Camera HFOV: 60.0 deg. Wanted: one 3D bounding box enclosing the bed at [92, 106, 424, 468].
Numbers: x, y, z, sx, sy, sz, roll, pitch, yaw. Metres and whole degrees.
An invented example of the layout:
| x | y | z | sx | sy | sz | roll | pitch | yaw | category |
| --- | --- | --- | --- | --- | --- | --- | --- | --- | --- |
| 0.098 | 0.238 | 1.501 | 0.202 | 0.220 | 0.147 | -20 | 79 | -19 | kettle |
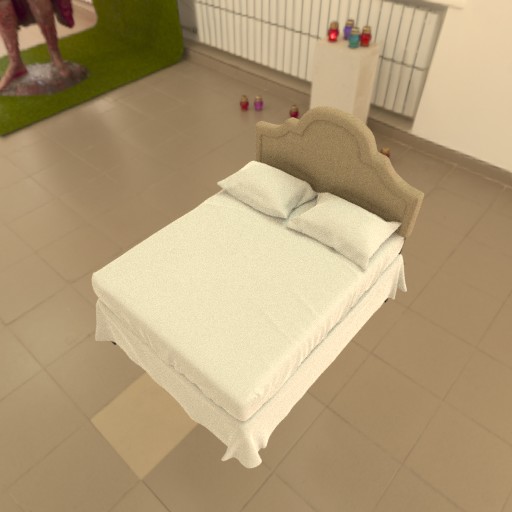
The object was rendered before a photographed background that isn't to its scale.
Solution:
| x | y | z | sx | sy | sz | roll | pitch | yaw | category |
| --- | --- | --- | --- | --- | --- | --- | --- | --- | --- |
| 0.000 | 0.000 | 3.383 | 1.780 | 1.634 | 2.222 | 32 | 54 | 27 | bed |
